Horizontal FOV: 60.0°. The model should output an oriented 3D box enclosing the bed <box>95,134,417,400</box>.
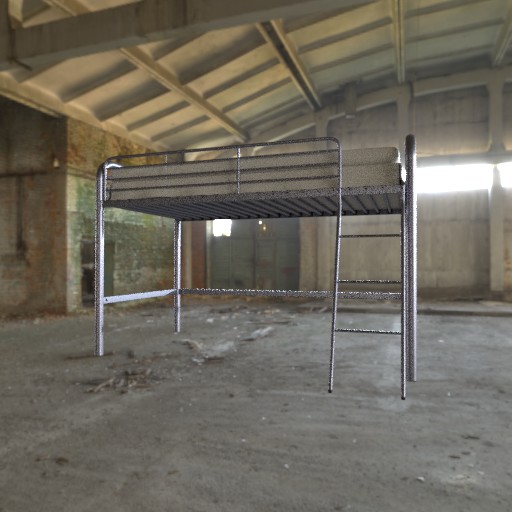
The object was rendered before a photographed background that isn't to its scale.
[{"bbox_3d":[0.000,0.000,2.906,1.965,1.288,1.415,0,-1,19],"label":"bed"}]
